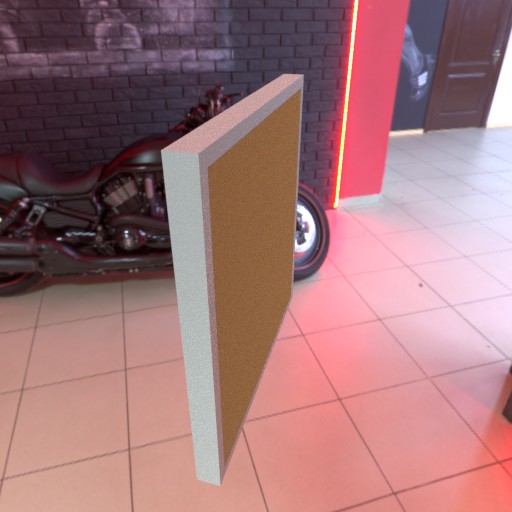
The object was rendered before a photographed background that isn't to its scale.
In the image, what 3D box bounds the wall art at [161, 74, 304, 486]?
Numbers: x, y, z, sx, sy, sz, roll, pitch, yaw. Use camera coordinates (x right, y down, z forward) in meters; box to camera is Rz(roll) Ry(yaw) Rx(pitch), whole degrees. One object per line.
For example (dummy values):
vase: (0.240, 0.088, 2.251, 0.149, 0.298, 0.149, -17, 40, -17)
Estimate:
wall art: (0.000, 0.000, 0.748, 0.038, 0.506, 0.506, 8, 31, 14)
